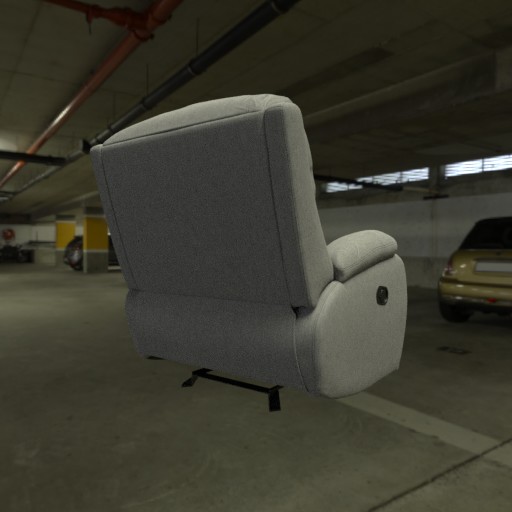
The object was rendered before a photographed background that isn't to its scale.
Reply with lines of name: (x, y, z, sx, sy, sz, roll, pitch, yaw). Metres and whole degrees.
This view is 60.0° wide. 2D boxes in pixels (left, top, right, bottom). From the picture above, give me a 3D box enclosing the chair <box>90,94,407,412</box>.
chair: (0.000, 0.000, 1.730, 0.930, 1.011, 0.899, 1, 2, 37)
